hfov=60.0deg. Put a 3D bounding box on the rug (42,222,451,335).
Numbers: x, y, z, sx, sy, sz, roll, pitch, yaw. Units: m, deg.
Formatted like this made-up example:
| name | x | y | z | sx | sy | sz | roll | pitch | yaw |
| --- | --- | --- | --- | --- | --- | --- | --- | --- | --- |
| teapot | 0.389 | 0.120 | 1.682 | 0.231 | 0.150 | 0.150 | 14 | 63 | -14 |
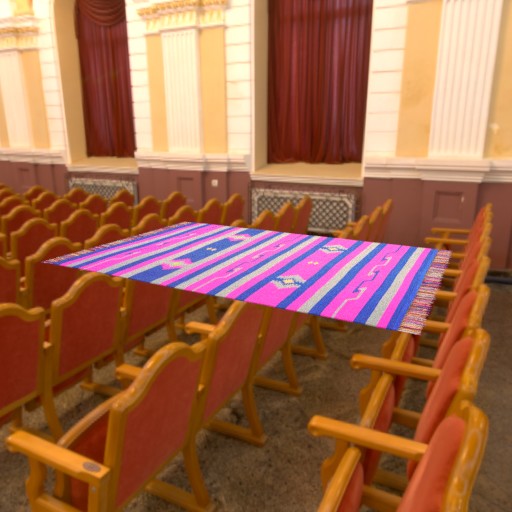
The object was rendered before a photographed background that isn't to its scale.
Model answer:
| name | x | y | z | sx | sy | sz | roll | pitch | yaw |
| --- | --- | --- | --- | --- | --- | --- | --- | --- | --- |
| rug | 0.000 | 0.000 | 2.989 | 2.350 | 0.013 | 1.539 | 8 | 17 | 27 |
